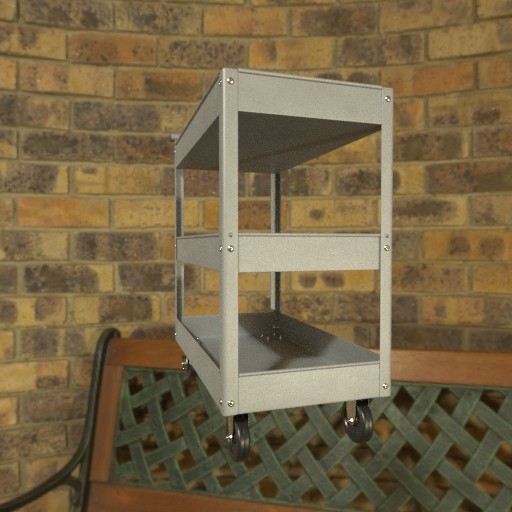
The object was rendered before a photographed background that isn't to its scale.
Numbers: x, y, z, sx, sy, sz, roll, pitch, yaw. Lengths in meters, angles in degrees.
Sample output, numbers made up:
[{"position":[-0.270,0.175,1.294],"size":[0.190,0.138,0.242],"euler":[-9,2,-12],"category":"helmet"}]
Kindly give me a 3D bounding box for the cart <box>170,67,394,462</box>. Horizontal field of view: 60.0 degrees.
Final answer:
[{"position":[0.000,0.000,1.176],"size":[0.366,0.780,0.719],"euler":[-1,2,-18],"category":"cart"}]
